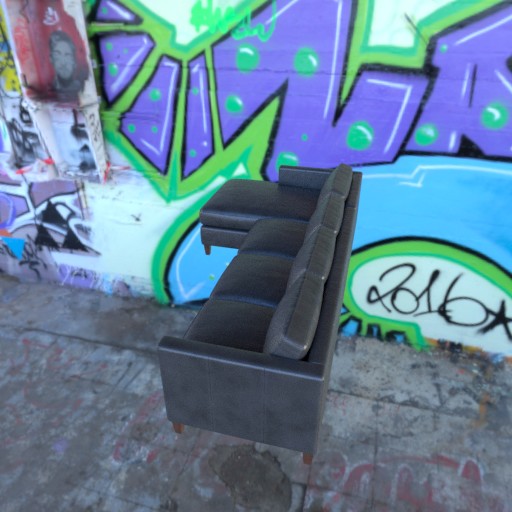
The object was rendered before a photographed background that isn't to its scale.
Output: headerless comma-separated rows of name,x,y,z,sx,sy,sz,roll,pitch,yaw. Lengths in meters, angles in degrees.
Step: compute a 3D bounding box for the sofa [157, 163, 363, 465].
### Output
sofa,0.000,0.000,3.889,1.581,0.883,3.203,8,31,13
